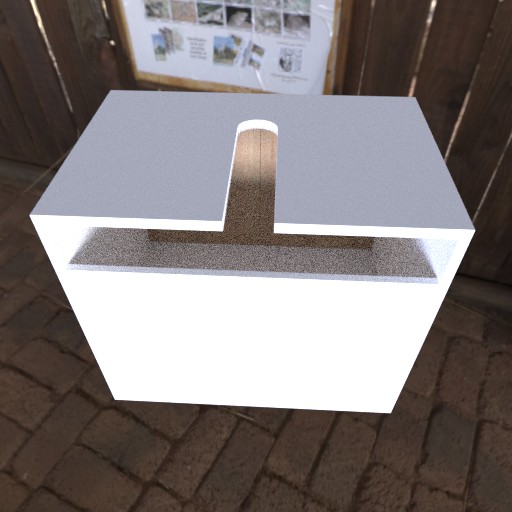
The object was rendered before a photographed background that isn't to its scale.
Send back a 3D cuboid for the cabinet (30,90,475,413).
[{"bbox_3d":[0.000,0.000,0.920,0.600,0.522,0.400,2,45,2],"label":"cabinet"}]
